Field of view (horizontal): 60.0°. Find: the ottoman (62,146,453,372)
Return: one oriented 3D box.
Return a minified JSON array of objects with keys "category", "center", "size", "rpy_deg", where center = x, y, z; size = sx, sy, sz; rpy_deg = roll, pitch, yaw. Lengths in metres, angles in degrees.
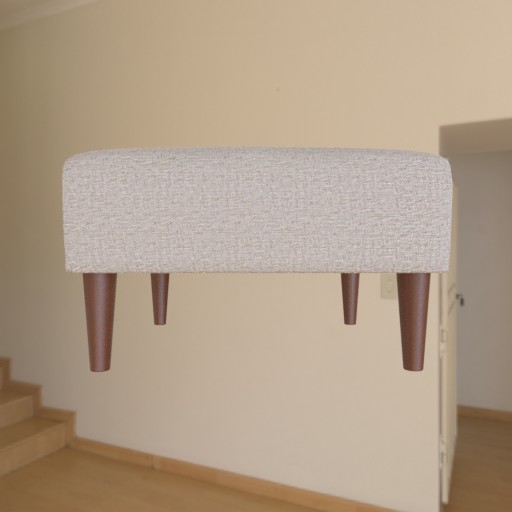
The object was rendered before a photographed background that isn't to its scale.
[{"category":"ottoman","center":[0.000,0.000,1.033],"size":[0.655,0.399,0.648],"rpy_deg":[0,0,0]}]
